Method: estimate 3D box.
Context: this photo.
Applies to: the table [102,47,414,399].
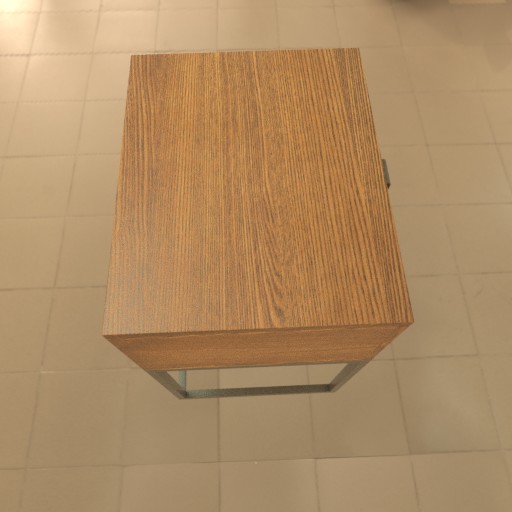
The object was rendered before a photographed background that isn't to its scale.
[{"bbox_3d":[0.000,0.000,0.924,0.400,0.610,0.482,-2,65,-1],"label":"table"}]
